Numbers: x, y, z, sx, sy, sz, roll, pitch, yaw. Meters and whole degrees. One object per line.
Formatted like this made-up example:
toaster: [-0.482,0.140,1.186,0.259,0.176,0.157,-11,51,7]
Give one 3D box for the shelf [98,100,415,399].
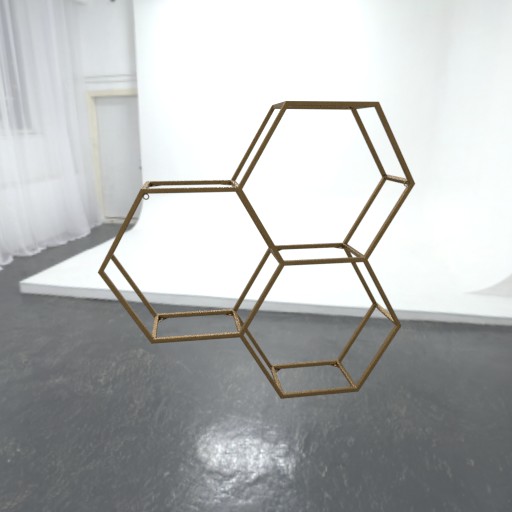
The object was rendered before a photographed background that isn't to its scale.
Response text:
shelf: [0.000,0.000,1.070,0.708,0.701,0.150,-2,16,-9]
